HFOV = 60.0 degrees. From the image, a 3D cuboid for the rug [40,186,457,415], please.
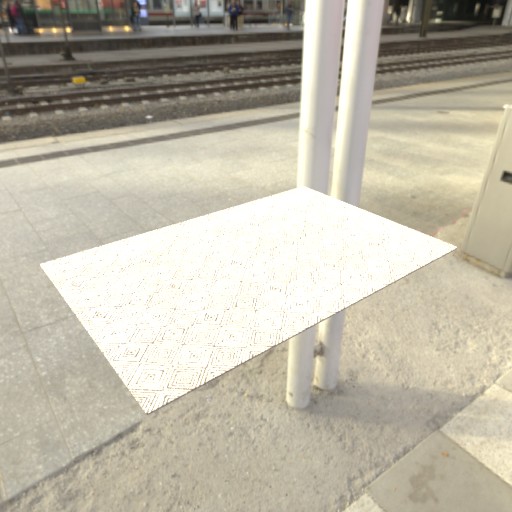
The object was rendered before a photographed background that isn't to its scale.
[{"bbox_3d":[0.000,0.000,2.258,1.783,0.008,1.175,-21,35,-33],"label":"rug"}]
